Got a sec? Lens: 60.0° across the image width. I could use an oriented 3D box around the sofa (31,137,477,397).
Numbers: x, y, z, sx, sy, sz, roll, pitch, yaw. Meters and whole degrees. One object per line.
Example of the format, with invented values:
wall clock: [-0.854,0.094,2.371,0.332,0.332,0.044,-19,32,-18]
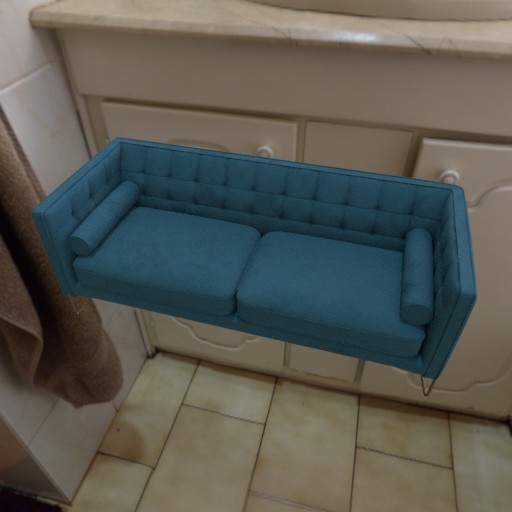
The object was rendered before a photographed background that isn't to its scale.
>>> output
sofa: [0.000,0.000,2.496,2.087,0.789,0.867,11,42,12]
